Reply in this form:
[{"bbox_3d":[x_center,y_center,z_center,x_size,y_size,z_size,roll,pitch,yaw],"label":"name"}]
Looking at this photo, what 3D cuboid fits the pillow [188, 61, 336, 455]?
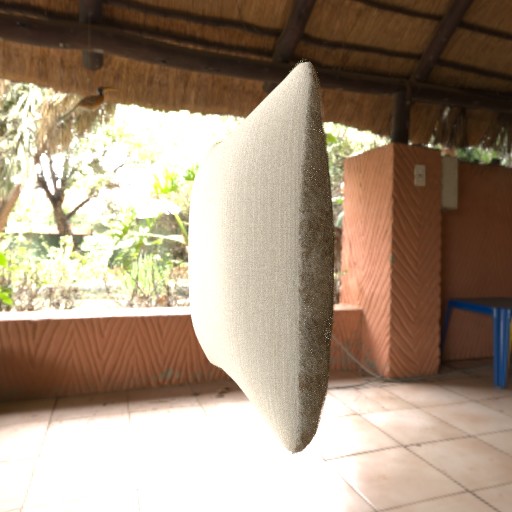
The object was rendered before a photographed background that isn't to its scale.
[{"bbox_3d":[0.000,0.000,0.824,0.216,0.525,0.538,0,1,-19],"label":"pillow"}]
